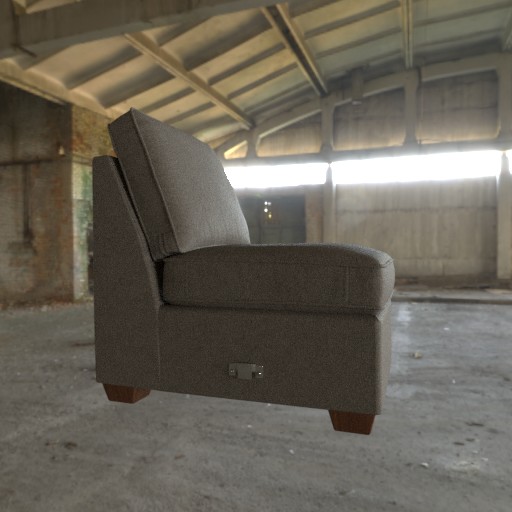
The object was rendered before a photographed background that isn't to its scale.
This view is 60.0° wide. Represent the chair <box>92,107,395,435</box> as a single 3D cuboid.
[{"bbox_3d":[0.000,0.000,1.588,0.938,0.970,0.621,0,1,19],"label":"chair"}]
